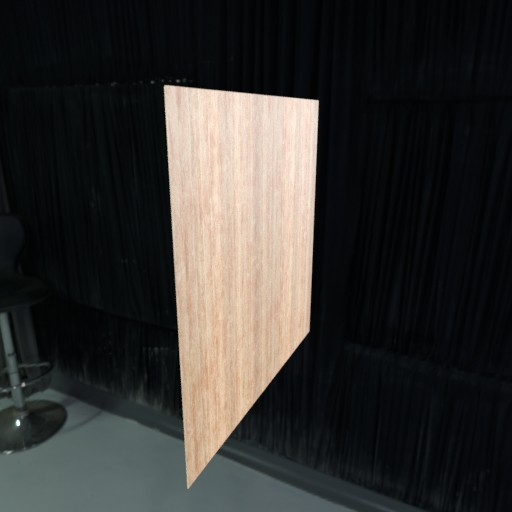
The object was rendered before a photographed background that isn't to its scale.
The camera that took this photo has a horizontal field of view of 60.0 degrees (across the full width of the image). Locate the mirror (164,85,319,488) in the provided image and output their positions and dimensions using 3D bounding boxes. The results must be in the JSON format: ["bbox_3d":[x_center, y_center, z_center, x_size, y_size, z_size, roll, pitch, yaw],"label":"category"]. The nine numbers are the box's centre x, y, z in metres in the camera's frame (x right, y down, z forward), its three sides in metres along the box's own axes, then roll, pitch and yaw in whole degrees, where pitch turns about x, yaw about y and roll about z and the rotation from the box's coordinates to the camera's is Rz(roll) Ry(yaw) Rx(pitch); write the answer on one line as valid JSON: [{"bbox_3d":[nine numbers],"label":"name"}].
[{"bbox_3d":[0.000,0.000,0.955,0.047,0.651,0.651,8,19,24],"label":"mirror"}]
